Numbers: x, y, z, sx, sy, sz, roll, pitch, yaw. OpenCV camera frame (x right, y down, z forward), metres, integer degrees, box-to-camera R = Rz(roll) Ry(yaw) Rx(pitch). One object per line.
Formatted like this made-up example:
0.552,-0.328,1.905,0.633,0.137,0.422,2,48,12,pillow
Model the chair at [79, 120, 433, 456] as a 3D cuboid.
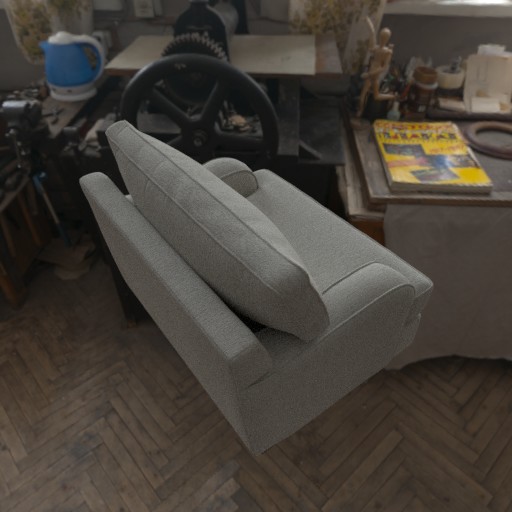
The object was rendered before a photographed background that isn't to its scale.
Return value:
0.000,0.000,1.981,1.041,1.016,1.220,-26,48,-27,chair
